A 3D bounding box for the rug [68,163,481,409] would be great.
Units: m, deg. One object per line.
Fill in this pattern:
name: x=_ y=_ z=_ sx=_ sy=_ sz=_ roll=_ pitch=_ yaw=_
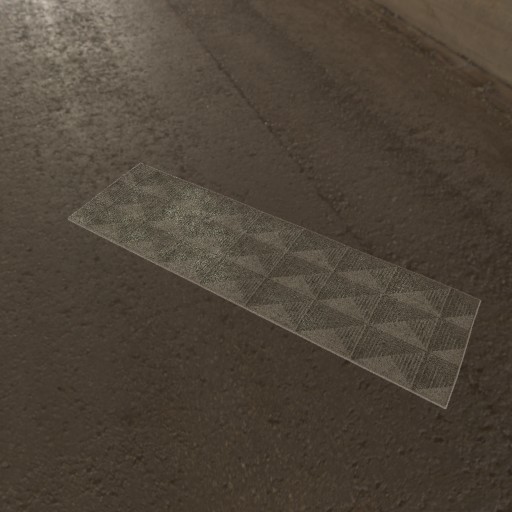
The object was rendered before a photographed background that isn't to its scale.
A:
rug: x=0.000 y=0.000 z=2.351 sx=2.182 sy=0.015 sz=0.645 roll=24 pitch=51 yaw=21
